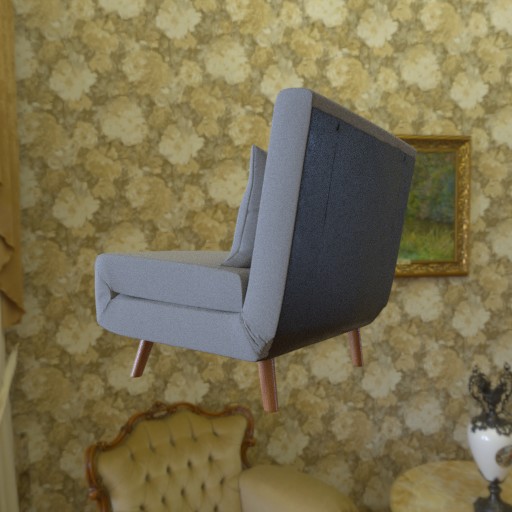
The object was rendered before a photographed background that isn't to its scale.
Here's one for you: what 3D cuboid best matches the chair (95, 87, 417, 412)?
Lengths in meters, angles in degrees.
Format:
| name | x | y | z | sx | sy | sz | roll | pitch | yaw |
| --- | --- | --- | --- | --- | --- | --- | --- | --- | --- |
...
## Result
| name | x | y | z | sx | sy | sz | roll | pitch | yaw |
| --- | --- | --- | --- | --- | --- | --- | --- | --- | --- |
| chair | 0.000 | 0.000 | 1.553 | 0.902 | 0.808 | 0.770 | 1 | 1 | 37 |
